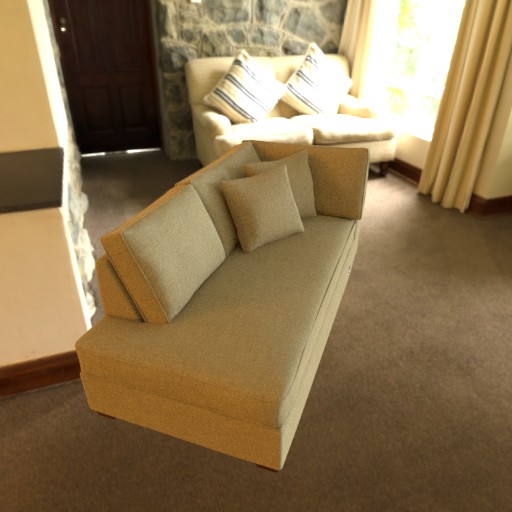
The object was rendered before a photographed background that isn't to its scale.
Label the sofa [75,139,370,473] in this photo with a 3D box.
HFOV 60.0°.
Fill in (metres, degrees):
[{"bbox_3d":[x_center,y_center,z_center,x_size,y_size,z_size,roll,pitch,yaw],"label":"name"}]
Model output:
[{"bbox_3d":[0.000,0.000,2.842,1.110,1.019,2.238,10,31,17],"label":"sofa"}]
